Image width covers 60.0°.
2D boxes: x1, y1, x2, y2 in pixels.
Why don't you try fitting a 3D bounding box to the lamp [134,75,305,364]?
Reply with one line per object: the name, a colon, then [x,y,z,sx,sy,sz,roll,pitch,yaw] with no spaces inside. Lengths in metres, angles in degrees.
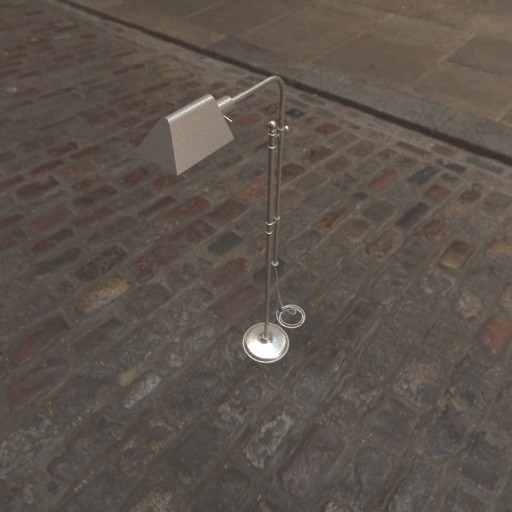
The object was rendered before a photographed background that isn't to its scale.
lamp: [0.000,0.000,1.848,0.256,1.571,0.813,31,54,26]
